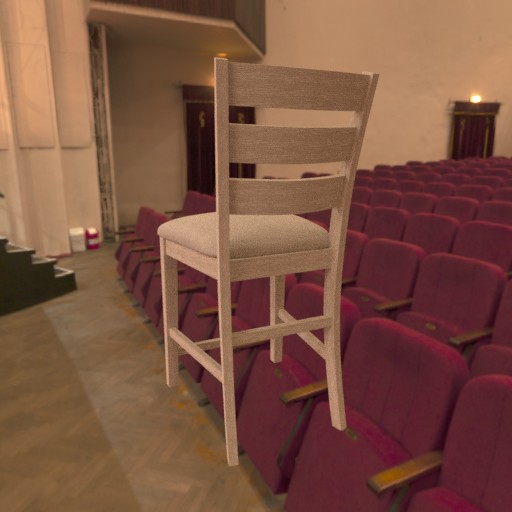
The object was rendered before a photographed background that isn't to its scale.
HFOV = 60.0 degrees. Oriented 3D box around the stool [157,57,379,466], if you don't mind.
[{"bbox_3d":[0.000,0.000,1.368,0.484,1.032,0.569,-7,15,-25],"label":"stool"}]
